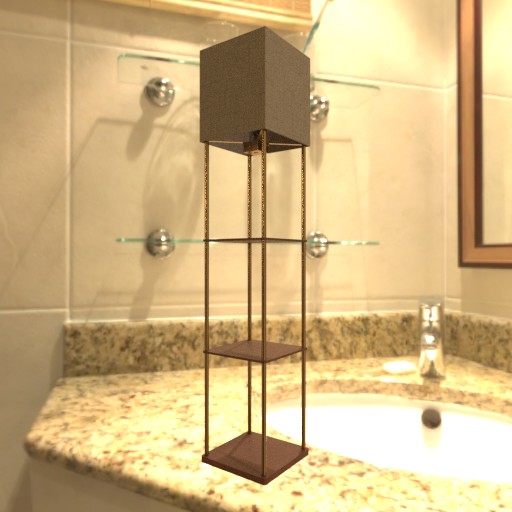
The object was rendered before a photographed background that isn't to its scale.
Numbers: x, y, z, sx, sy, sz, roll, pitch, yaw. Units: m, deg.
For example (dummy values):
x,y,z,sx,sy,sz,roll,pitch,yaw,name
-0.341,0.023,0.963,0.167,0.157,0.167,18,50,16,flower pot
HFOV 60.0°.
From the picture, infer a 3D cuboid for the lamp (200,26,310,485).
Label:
x,y,z,sx,sy,sz,roll,pitch,yaw,name
0.000,0.000,1.725,0.308,1.569,0.310,0,0,36,lamp
